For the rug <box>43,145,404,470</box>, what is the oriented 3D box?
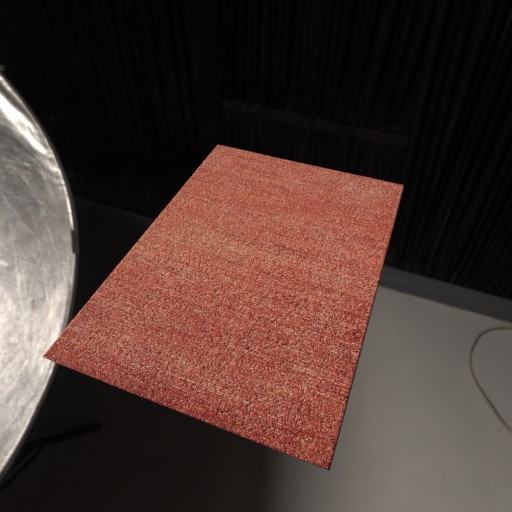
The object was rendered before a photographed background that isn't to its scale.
[{"bbox_3d":[0.000,0.000,5.130,2.803,0.025,3.965,16,48,15],"label":"rug"}]
